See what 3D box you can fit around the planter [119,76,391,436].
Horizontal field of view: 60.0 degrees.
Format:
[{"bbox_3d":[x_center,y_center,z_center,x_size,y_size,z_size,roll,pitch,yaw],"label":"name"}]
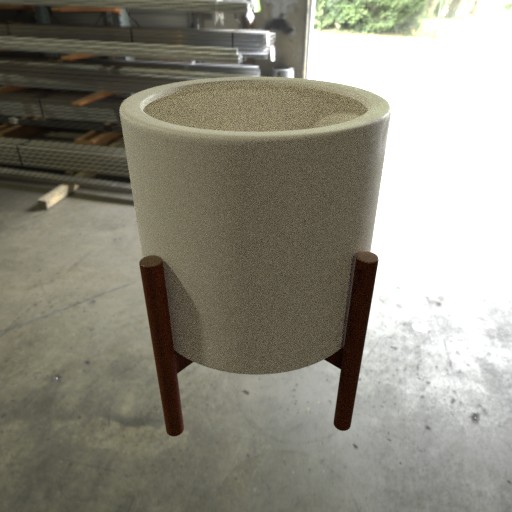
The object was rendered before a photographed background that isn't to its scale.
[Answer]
[{"bbox_3d":[0.000,0.000,0.853,0.421,0.581,0.420,0,31,0],"label":"planter"}]
